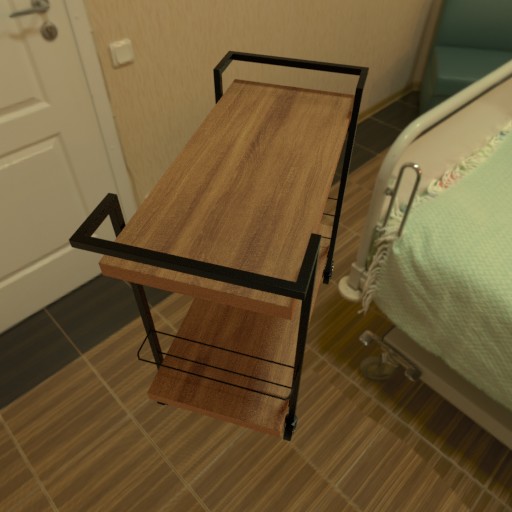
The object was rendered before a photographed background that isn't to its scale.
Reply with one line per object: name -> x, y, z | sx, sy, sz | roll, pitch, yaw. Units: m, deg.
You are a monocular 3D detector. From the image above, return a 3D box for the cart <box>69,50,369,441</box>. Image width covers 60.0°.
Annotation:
cart -> 0.000, 0.000, 1.227 | 0.406, 0.762, 0.806 | 12, 47, 11
